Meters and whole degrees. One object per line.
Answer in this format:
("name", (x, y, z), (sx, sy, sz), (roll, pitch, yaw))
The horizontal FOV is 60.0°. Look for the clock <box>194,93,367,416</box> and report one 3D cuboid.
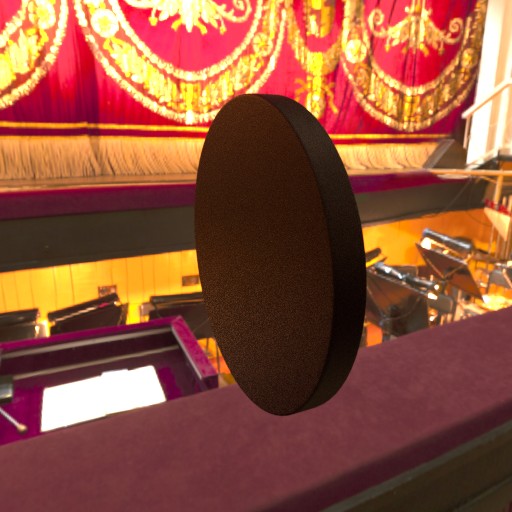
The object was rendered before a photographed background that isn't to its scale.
("clock", (0.000, 0.000, 0.456), (0.029, 0.314, 0.314), (-7, 17, -25))
